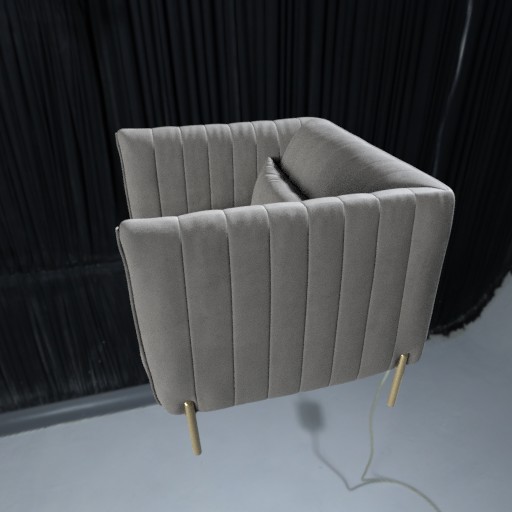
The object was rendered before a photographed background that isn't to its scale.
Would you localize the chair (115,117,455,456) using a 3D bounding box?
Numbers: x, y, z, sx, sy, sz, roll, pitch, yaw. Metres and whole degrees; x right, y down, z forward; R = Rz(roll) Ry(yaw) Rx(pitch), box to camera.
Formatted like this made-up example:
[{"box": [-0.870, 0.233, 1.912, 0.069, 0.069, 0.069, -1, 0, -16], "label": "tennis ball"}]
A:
[{"box": [0.000, 0.000, 1.605, 0.873, 0.779, 0.981, -8, 30, -13], "label": "chair"}]
